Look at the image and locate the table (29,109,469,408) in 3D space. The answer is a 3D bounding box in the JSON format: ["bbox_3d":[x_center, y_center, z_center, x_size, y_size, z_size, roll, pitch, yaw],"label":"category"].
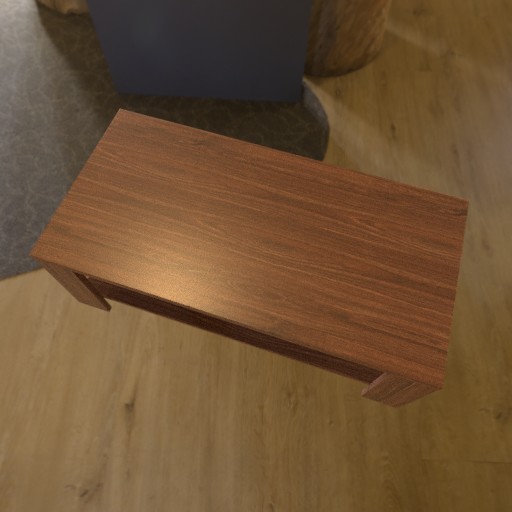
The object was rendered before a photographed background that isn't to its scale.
[{"bbox_3d":[0.000,0.000,1.517,1.200,0.400,0.600,17,65,8],"label":"table"}]
